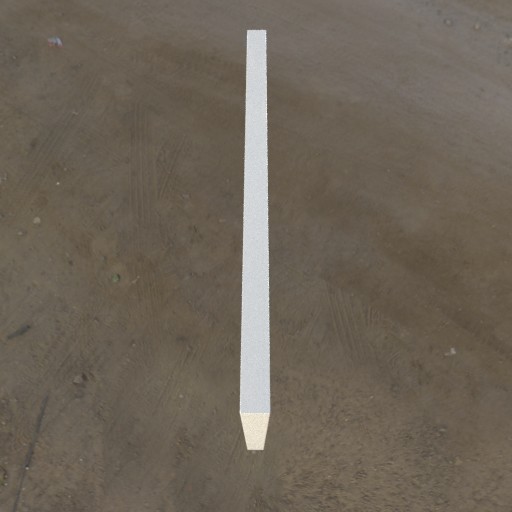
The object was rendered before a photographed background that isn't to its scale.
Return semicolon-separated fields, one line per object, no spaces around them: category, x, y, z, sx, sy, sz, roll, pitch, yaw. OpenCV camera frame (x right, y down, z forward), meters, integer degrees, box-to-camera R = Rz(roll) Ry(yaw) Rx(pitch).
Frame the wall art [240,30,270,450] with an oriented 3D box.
wall art;0.000;0.000;1.369;0.053;0.787;1.041;0;62;0
